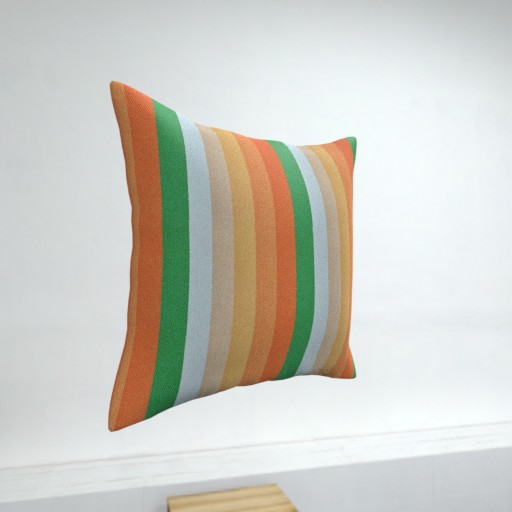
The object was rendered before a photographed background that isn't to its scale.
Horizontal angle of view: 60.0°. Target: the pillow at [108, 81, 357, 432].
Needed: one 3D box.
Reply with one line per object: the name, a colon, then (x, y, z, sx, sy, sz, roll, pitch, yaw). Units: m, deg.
pillow: (0.000, 0.000, 0.688, 0.453, 0.444, 0.169, 1, -1, -35)
